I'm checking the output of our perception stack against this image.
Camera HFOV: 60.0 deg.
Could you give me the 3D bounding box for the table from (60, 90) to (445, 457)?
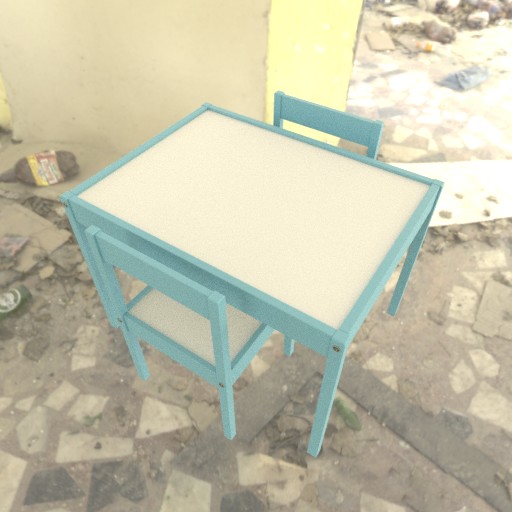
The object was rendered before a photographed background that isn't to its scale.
[{"bbox_3d":[0.000,0.000,1.063,0.639,0.503,0.633,26,51,23],"label":"table"}]
